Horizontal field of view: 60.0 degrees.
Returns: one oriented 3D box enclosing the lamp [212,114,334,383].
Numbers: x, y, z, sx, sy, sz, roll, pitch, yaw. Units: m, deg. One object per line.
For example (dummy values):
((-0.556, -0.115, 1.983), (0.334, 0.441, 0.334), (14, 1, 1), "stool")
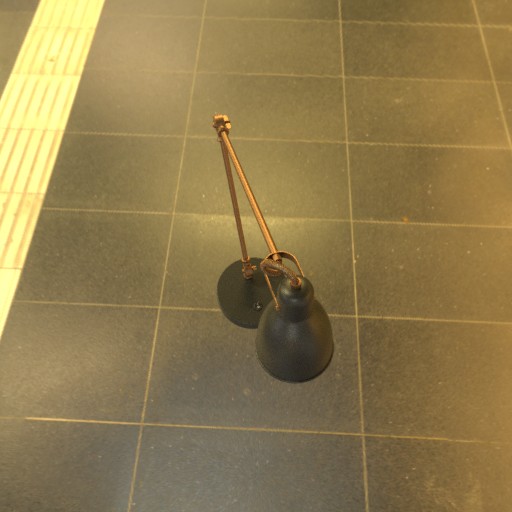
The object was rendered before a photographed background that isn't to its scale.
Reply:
((0.000, 0.000, 0.901), (0.187, 0.587, 0.561), (-15, 65, -7), "lamp")
